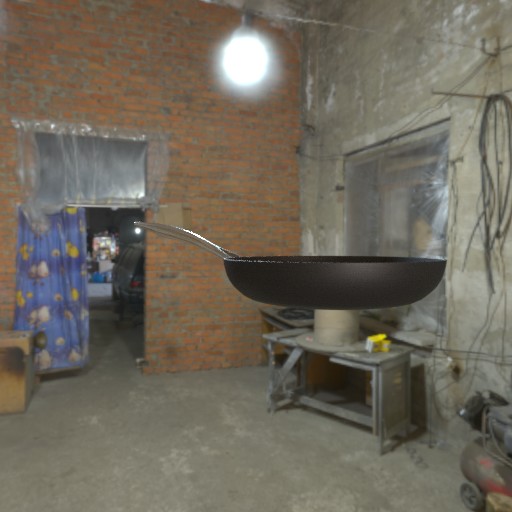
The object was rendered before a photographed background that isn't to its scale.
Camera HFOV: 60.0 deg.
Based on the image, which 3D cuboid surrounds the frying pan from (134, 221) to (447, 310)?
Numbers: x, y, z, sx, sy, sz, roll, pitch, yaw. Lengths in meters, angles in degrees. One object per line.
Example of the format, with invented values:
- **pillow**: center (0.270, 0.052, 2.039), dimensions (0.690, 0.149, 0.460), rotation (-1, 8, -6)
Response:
- **frying pan**: center (0.000, 0.000, 0.591), dimensions (0.472, 0.105, 0.255), rotation (1, 2, 35)
